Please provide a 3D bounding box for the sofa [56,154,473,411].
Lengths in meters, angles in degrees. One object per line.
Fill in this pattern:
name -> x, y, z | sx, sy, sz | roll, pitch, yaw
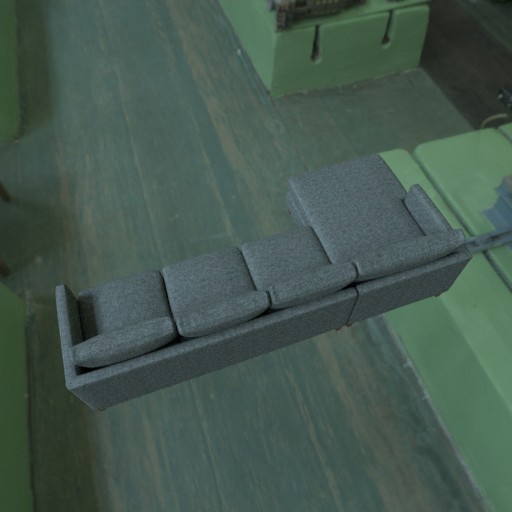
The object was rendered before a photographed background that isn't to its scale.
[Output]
sofa -> 0.000, 0.000, 4.140 | 3.485, 0.960, 1.635 | -17, 58, -11
